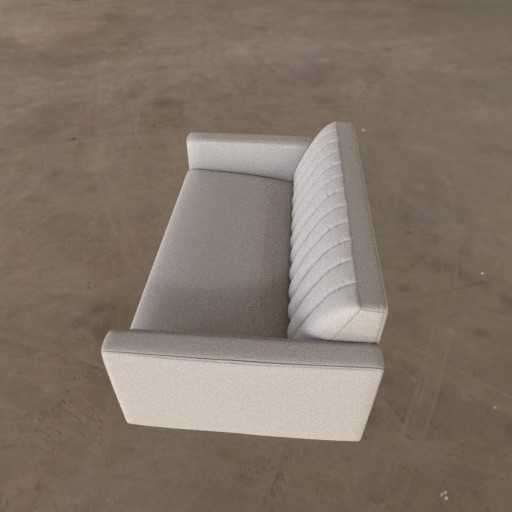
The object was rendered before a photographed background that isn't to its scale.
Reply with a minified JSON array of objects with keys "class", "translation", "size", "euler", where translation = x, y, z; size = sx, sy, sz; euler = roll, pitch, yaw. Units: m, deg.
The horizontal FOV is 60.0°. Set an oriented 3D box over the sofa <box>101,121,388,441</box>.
[{"class":"sofa","translation":[0.000,0.000,2.159],"size":[0.950,0.801,1.585],"euler":[3,42,3]}]
